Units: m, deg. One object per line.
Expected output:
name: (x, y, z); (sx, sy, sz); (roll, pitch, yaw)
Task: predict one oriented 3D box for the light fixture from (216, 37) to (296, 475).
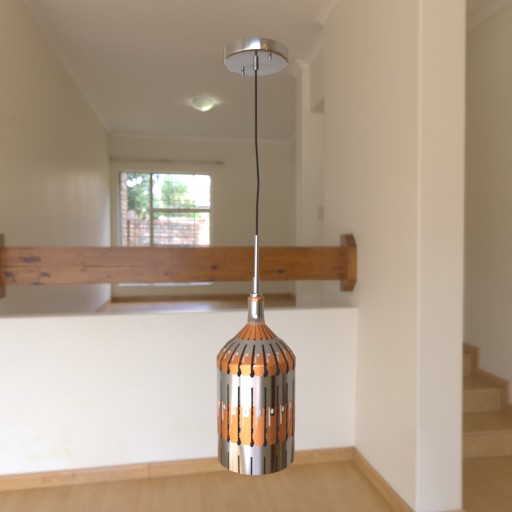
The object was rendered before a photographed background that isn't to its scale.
light fixture: (0.000, 0.000, 1.689); (0.303, 1.535, 0.303); (0, 1, 0)
